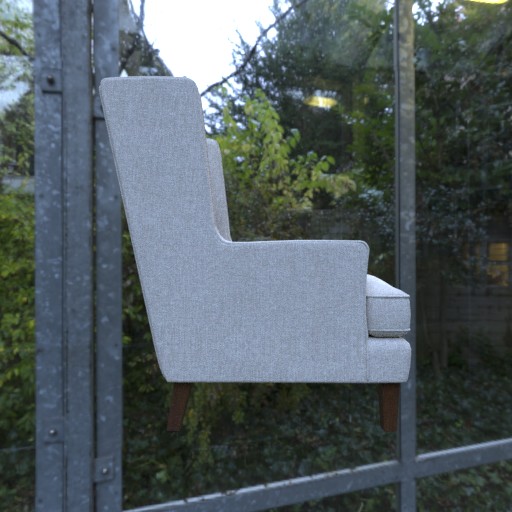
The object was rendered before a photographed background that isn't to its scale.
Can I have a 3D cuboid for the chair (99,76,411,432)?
[{"bbox_3d":[0.000,0.000,1.701,0.948,1.082,0.764,0,-1,1],"label":"chair"}]
